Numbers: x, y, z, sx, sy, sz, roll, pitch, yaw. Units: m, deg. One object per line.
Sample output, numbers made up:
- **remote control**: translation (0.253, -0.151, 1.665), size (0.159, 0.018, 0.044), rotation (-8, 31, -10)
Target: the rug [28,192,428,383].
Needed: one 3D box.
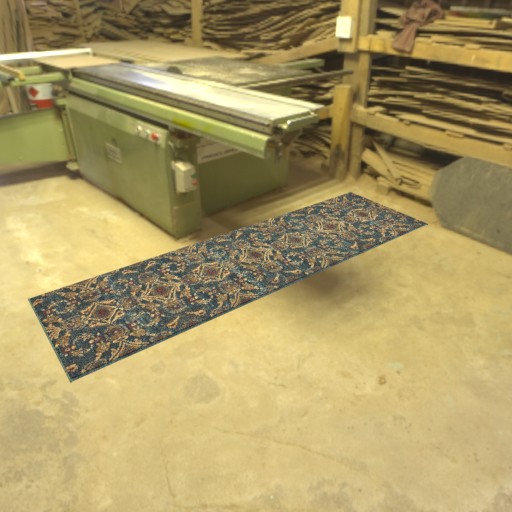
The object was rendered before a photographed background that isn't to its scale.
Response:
- **rug**: translation (0.000, 0.000, 2.533), size (2.292, 0.014, 0.685), rotation (-21, 36, -31)
